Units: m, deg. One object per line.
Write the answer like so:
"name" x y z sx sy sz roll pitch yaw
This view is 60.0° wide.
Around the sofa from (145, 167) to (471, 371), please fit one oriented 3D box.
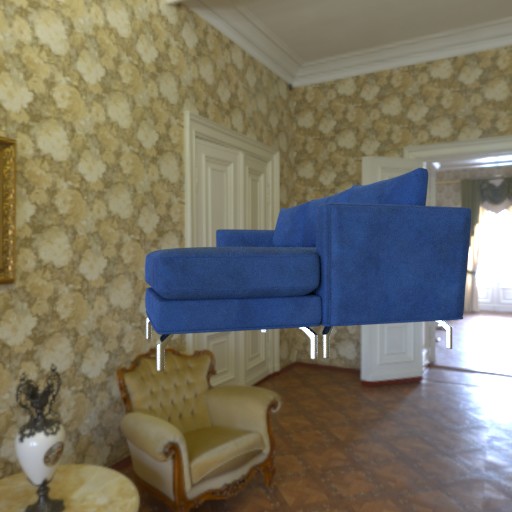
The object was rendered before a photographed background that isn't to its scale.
"sofa" 0.000 0.000 3.237 1.622 0.987 2.438 0 0 -17
